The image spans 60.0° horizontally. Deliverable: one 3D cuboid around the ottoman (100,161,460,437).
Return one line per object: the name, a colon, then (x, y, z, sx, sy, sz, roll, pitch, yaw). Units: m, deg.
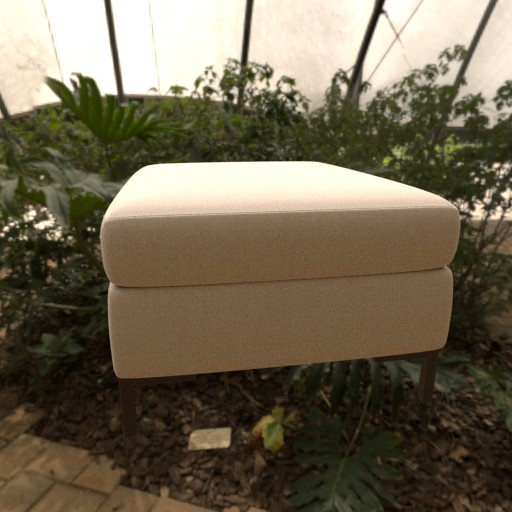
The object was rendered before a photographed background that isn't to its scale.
ottoman: (0.000, 0.000, 1.156, 0.657, 0.453, 0.794, -3, 17, -10)
